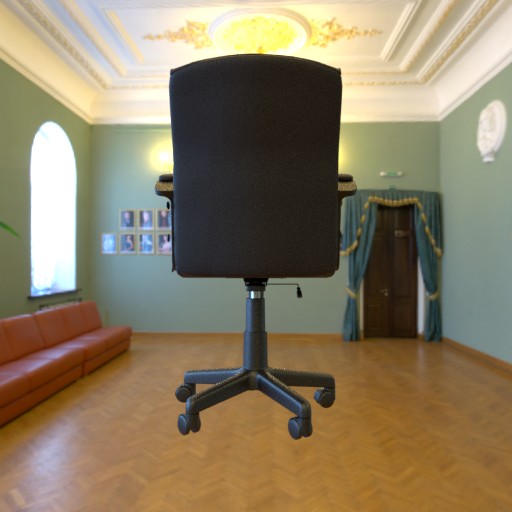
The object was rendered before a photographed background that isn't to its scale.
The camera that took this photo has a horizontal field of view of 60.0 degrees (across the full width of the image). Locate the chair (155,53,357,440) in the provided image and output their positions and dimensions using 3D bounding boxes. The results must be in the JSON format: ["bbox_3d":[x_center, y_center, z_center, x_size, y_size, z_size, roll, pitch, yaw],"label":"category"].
[{"bbox_3d":[0.000,0.000,1.385,0.576,0.998,0.641,0,-1,0],"label":"chair"}]
